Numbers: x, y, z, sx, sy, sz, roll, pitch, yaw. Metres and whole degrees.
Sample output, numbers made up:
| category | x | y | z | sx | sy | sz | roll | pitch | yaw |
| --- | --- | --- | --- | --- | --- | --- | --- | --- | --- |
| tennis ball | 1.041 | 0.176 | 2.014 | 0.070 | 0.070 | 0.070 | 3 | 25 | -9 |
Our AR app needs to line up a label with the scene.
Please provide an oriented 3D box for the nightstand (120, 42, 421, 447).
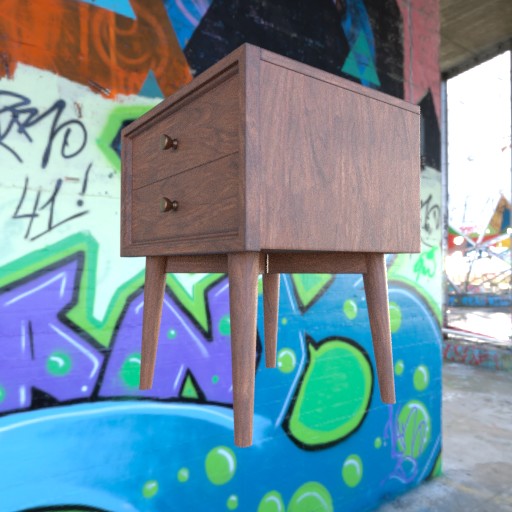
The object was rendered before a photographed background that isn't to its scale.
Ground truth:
| category | x | y | z | sx | sy | sz | roll | pitch | yaw |
| --- | --- | --- | --- | --- | --- | --- | --- | --- | --- |
| nightstand | 0.000 | 0.000 | 0.970 | 0.445 | 0.607 | 0.521 | 1 | -2 | -36 |
